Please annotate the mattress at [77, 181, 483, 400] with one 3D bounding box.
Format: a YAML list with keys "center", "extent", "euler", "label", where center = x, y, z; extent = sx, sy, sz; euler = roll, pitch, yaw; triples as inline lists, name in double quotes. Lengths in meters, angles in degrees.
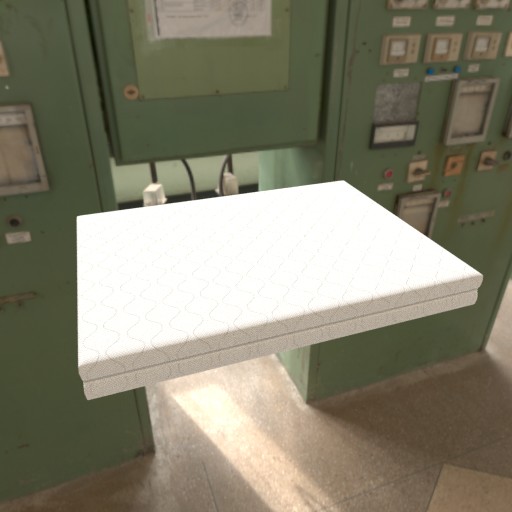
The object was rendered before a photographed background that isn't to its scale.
- center: [0.000, 0.000, 2.526]
  extent: [1.900, 0.200, 1.400]
  euler: [-10, 32, -17]
  label: "mattress"
